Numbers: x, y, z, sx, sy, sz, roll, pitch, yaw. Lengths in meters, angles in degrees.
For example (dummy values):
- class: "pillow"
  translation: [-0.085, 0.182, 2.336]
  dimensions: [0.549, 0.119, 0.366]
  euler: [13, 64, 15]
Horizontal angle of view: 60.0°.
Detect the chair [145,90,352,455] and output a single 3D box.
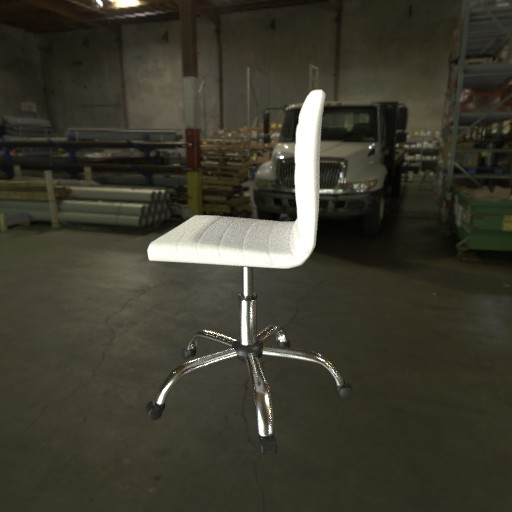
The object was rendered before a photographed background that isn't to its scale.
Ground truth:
- class: "chair"
  translation: [0.000, 0.000, 1.152]
  dimensions: [0.530, 0.780, 0.556]
  euler: [2, 15, 8]
